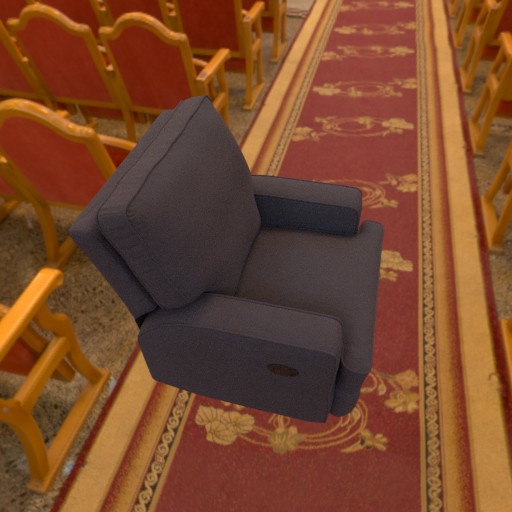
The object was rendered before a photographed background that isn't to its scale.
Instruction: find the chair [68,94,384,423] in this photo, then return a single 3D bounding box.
[{"bbox_3d":[0.000,0.000,1.723,0.964,0.962,0.861,11,48,10],"label":"chair"}]
